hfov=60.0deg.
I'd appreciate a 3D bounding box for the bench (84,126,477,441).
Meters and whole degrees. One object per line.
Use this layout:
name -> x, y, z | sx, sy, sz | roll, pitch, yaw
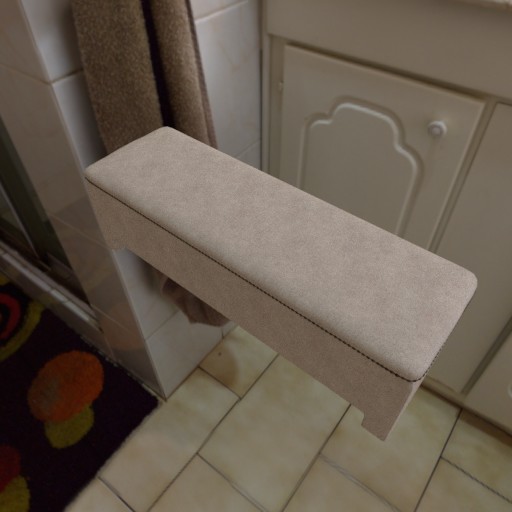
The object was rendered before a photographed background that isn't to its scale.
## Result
bench -> 0.000, 0.000, 1.743 | 1.482, 0.447, 0.470 | 31, 53, 26
